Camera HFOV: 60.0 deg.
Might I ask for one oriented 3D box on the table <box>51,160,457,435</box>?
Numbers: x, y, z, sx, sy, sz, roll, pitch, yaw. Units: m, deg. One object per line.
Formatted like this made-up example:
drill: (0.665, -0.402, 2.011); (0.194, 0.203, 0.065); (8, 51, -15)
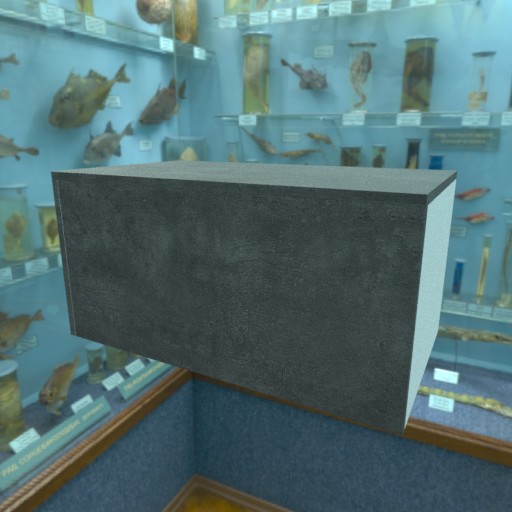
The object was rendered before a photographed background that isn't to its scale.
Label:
table: (0.000, 0.000, 0.925); (0.700, 0.350, 0.400); (8, 18, 27)
